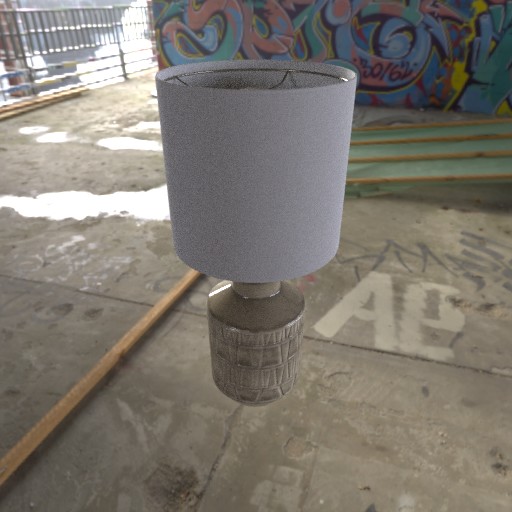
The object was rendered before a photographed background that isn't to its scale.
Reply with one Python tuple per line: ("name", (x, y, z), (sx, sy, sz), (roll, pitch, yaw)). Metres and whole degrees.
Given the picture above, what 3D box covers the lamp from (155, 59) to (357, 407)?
("lamp", (0.000, 0.000, 0.587), (0.211, 0.455, 0.211), (21, 37, 32))
